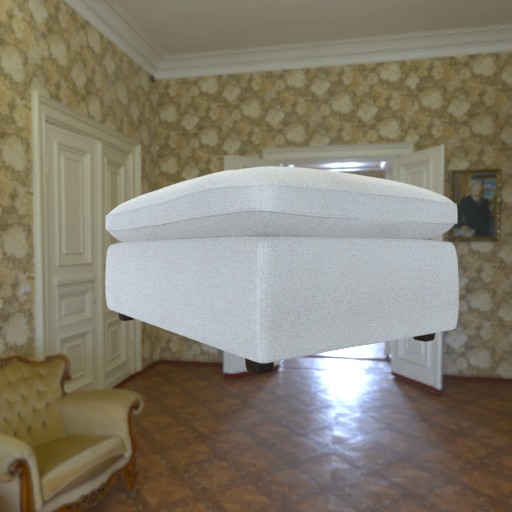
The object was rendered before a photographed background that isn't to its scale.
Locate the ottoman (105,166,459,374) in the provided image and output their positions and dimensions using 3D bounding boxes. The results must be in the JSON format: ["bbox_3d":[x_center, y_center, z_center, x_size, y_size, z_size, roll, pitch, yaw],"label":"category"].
[{"bbox_3d":[0.000,0.000,1.377,0.686,0.453,0.984,0,1,-35],"label":"ottoman"}]
